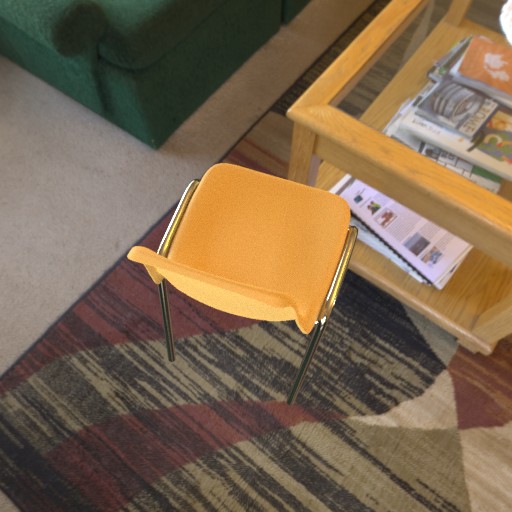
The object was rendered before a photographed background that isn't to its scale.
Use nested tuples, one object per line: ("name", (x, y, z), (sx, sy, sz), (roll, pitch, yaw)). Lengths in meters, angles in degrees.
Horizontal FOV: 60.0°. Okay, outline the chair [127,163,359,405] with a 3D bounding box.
("chair", (0.000, 0.000, 0.948), (0.381, 0.704, 0.436), (18, 66, 8))
